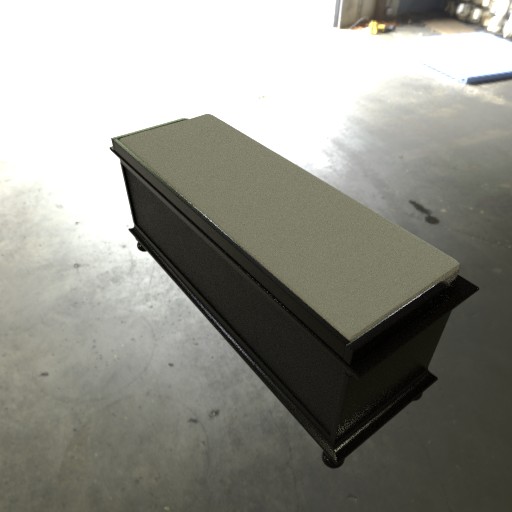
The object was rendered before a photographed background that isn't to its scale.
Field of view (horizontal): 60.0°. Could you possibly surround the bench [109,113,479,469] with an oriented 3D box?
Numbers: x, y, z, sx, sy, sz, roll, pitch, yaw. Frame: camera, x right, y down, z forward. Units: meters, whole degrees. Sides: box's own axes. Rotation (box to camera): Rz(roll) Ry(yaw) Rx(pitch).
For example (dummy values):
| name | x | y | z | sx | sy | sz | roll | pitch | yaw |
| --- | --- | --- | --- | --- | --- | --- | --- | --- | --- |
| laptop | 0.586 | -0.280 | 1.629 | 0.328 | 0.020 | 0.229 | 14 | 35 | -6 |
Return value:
| name | x | y | z | sx | sy | sz | roll | pitch | yaw |
| --- | --- | --- | --- | --- | --- | --- | --- | --- | --- |
| bench | 0.000 | 0.000 | 1.422 | 0.402 | 0.501 | 1.185 | -26 | 47 | -27 |
